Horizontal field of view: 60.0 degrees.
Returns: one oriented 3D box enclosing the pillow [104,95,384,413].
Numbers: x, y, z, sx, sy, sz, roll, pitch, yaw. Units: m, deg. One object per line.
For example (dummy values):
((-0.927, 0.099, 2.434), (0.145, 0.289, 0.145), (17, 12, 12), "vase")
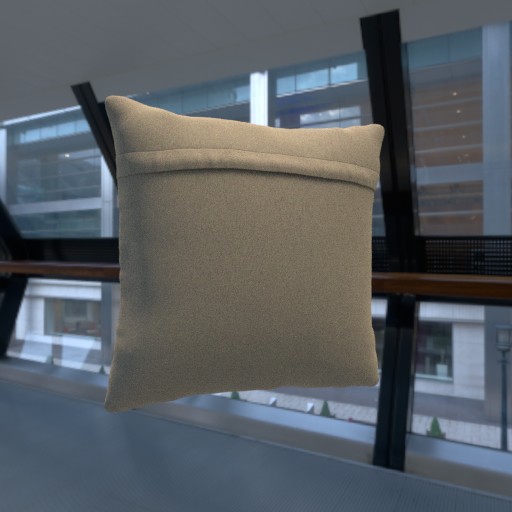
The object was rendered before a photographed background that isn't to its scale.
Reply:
((0.000, 0.000, 0.709), (0.459, 0.458, 0.181), (0, -1, -18), "pillow")
